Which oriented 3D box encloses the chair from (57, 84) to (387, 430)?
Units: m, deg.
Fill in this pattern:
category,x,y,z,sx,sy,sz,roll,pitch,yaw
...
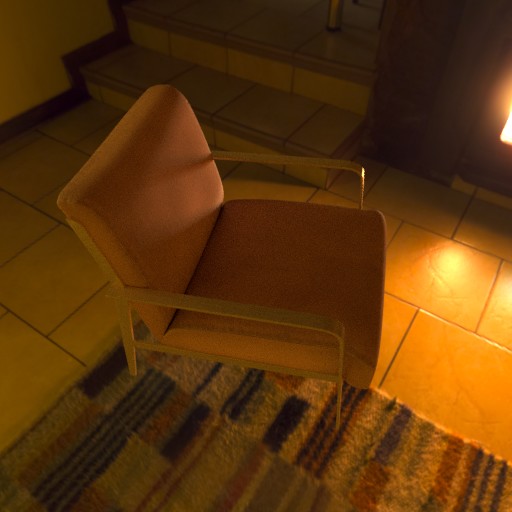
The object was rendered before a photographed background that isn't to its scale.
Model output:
category,x,y,z,sx,sy,sz,roll,pitch,yaw
chair,0.000,0.000,1.464,0.848,0.823,0.701,10,48,9
